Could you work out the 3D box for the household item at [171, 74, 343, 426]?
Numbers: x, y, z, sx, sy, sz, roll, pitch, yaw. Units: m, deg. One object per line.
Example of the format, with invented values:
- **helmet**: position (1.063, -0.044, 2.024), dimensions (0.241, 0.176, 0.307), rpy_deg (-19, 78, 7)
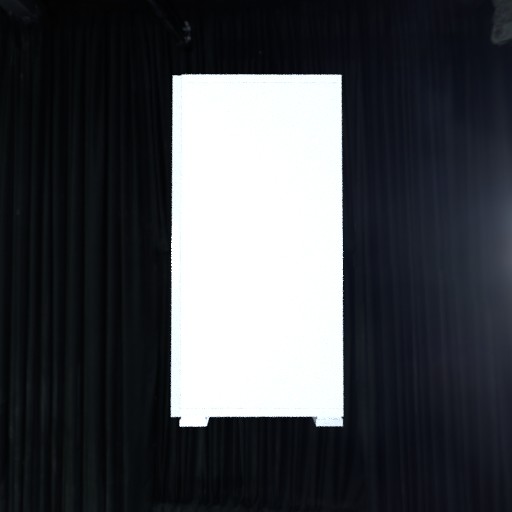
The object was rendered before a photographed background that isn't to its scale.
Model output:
- **household item**: position (0.000, 0.000, 1.741), dimensions (0.420, 0.867, 1.300), rpy_deg (0, -2, 0)
